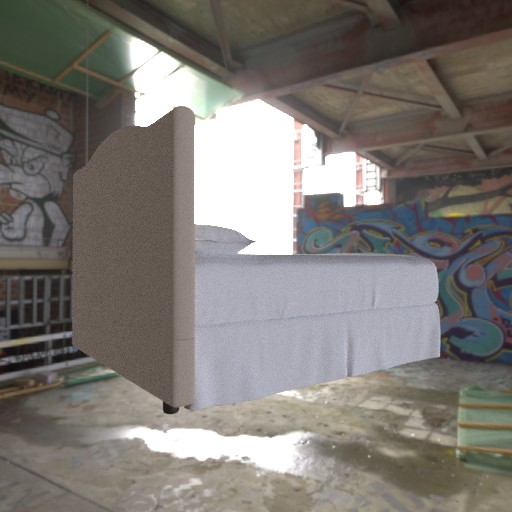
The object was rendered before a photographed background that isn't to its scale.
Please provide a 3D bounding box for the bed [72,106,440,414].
[{"bbox_3d":[0.000,0.000,3.221,2.143,1.460,1.753,1,-1,-36],"label":"bed"}]
